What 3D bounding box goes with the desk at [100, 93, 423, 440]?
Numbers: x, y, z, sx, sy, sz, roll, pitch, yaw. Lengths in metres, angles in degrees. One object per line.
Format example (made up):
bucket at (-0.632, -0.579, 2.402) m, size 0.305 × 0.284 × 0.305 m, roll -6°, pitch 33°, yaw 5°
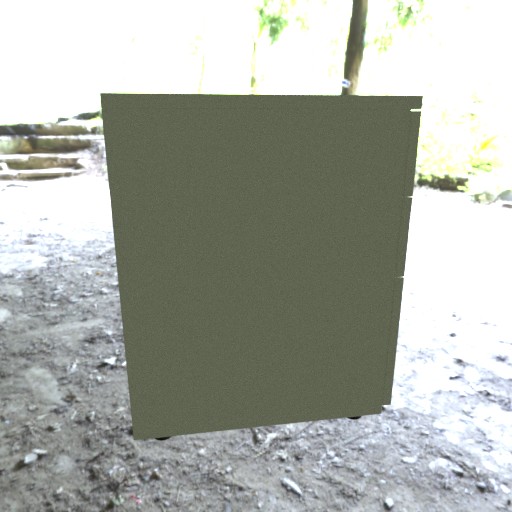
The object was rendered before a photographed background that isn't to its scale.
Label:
desk at (0.000, 0.000, 1.092) m, size 0.600 × 0.730 × 0.404 m, roll -3°, pitch 17°, yaw -9°
